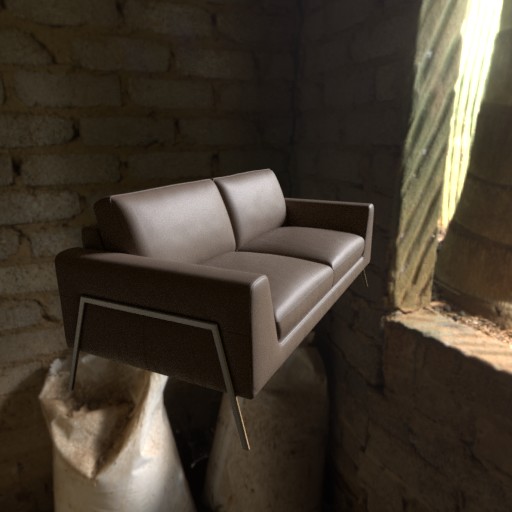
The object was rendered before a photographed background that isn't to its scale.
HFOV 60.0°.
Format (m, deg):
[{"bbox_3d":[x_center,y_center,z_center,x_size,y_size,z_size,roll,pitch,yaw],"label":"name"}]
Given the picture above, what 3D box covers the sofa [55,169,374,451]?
[{"bbox_3d":[0.000,0.000,2.581,0.953,0.875,2.017,7,17,25],"label":"sofa"}]
